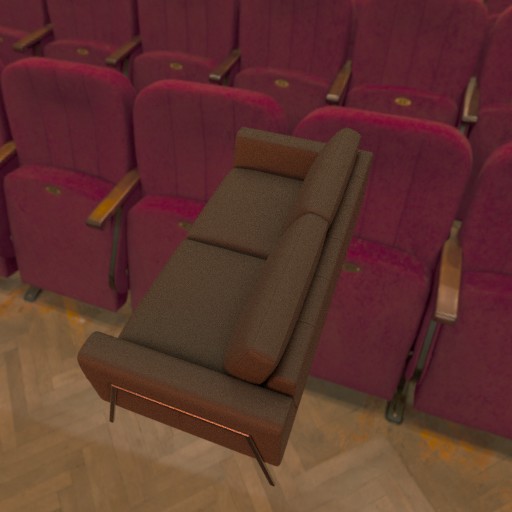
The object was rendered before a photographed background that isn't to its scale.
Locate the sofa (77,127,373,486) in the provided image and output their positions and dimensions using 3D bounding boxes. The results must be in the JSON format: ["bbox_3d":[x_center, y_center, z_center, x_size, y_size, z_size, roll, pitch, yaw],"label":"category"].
[{"bbox_3d":[0.000,0.000,2.563,0.953,0.875,2.017,15,49,14],"label":"sofa"}]
